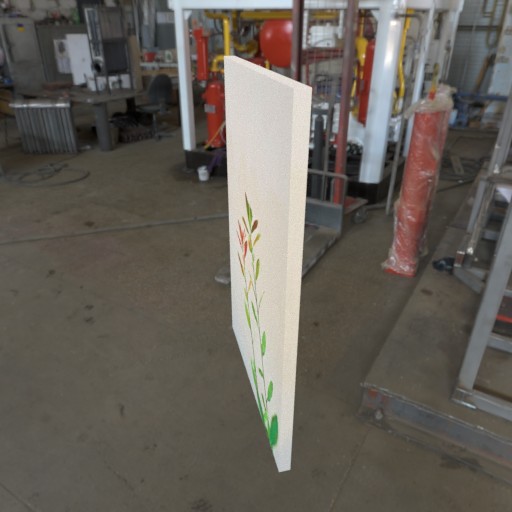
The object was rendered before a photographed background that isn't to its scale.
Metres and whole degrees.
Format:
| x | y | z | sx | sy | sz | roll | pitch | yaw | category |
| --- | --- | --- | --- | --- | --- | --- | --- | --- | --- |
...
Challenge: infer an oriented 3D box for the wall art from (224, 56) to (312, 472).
| x | y | z | sx | sy | sz | roll | pitch | yaw | category |
| --- | --- | --- | --- | --- | --- | --- | --- | --- | --- |
| 0.000 | 0.000 | 1.452 | 0.038 | 1.143 | 0.764 | -7 | 29 | -12 | wall art |
